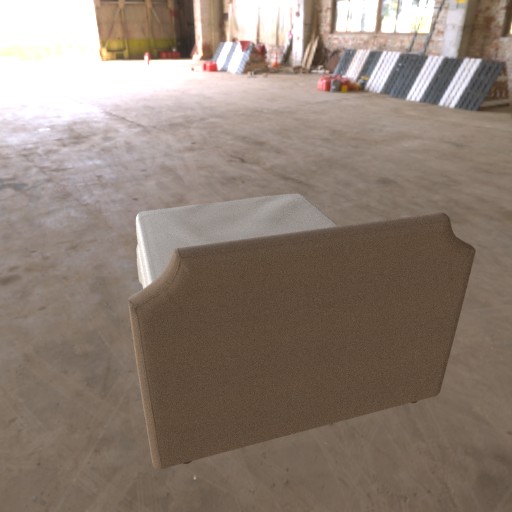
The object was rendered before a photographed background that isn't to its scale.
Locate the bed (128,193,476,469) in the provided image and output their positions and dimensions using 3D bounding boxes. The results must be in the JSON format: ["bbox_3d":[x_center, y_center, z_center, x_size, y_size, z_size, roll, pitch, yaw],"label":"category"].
[{"bbox_3d":[0.000,0.000,3.228,1.828,1.303,2.164,-8,29,-15],"label":"bed"}]
